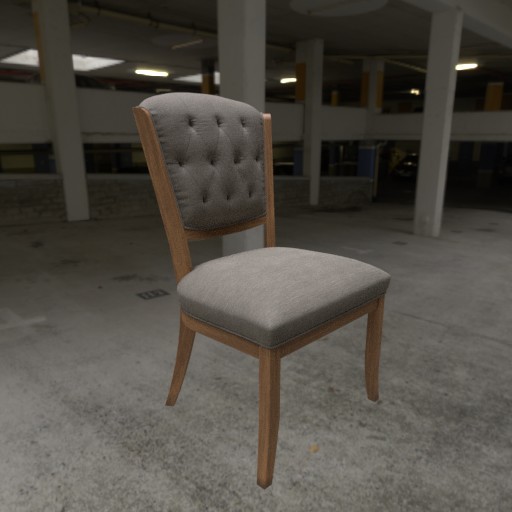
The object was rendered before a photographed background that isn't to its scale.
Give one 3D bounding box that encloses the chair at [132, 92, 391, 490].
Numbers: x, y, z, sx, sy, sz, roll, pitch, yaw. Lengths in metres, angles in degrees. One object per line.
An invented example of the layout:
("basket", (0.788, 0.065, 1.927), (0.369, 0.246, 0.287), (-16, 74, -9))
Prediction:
("chair", (0.000, 0.000, 1.263), (0.584, 0.905, 0.513), (15, 21, 43))
